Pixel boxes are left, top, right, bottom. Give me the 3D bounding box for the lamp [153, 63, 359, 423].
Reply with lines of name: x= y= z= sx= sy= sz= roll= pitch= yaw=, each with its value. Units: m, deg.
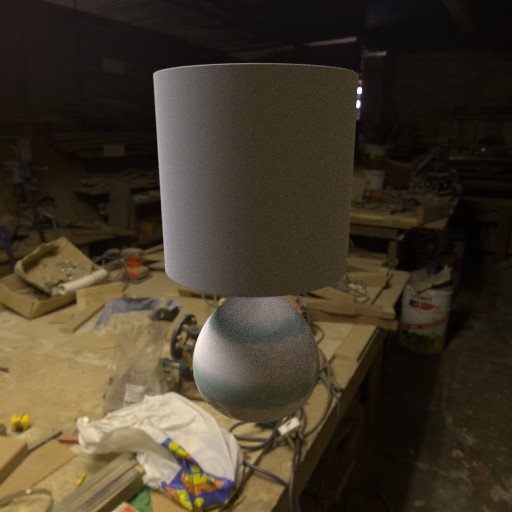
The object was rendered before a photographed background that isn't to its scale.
lamp: x=0.000 y=0.000 z=0.535 sx=0.217 sy=0.404 sz=0.217 roll=9 pitch=19 yaw=28
